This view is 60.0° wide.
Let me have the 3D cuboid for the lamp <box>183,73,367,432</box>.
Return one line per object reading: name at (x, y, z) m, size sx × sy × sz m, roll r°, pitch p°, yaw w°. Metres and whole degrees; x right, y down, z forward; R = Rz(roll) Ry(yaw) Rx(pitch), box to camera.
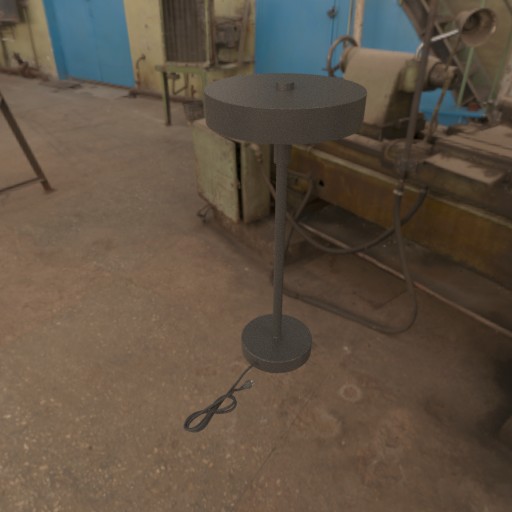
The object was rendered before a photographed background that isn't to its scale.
lamp at (0.000, 0.000, 0.710) m, size 0.229 × 0.508 × 0.369 m, roll 21°, pitch 38°, yaw 29°
